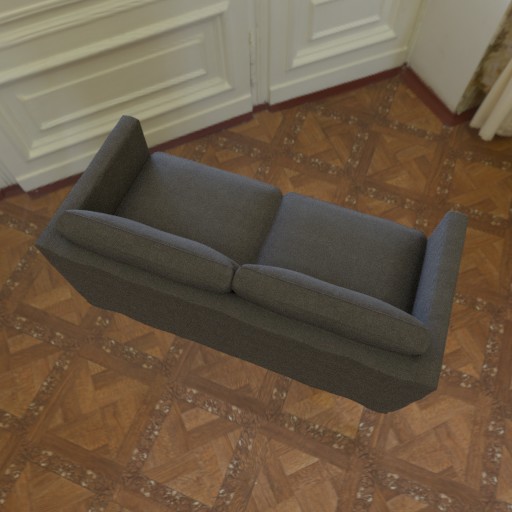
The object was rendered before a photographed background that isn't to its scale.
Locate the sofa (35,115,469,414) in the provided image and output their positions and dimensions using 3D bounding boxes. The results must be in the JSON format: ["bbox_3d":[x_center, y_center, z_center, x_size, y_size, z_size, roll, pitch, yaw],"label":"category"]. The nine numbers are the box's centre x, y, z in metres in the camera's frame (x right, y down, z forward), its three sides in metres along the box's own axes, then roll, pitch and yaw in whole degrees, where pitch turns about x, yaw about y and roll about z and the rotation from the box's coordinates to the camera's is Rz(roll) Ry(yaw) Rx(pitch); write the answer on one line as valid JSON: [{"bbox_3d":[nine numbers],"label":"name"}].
[{"bbox_3d":[0.000,0.000,2.434,1.982,0.855,0.953,18,64,9],"label":"sofa"}]
